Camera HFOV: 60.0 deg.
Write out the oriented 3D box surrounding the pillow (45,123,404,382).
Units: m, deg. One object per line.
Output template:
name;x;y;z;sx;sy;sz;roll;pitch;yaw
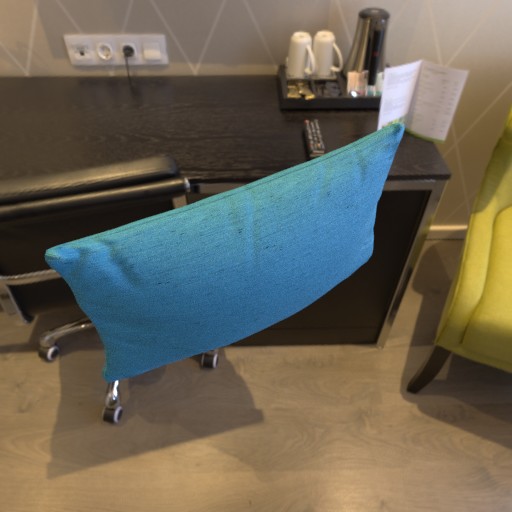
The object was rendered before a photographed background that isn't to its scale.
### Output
pillow;0.000;0.000;0.795;0.633;0.338;0.210;-24;51;-21
